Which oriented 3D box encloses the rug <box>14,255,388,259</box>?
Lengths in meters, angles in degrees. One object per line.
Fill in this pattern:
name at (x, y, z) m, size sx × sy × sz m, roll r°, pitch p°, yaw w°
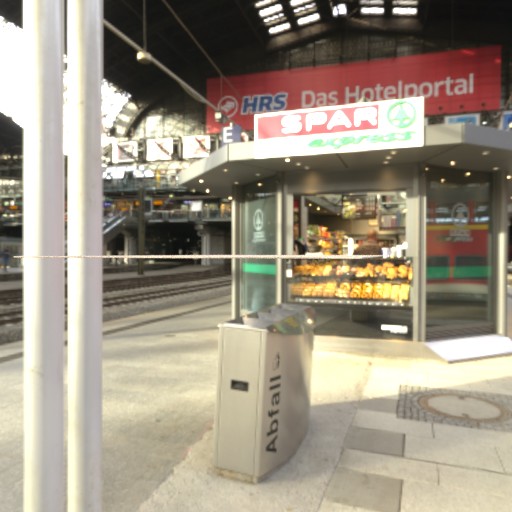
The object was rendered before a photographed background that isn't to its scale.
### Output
rug at (0.000, 0.000, 2.251) m, size 1.217 × 0.005 × 1.818 m, roll 0°, pitch 0°, yaw 19°
